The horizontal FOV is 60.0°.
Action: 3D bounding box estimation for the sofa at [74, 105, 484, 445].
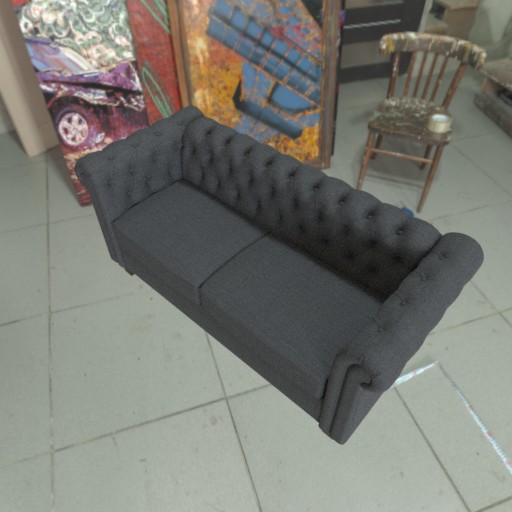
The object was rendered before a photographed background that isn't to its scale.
[{"bbox_3d":[0.000,0.000,2.230,1.798,0.797,0.783,33,54,28],"label":"sofa"}]
